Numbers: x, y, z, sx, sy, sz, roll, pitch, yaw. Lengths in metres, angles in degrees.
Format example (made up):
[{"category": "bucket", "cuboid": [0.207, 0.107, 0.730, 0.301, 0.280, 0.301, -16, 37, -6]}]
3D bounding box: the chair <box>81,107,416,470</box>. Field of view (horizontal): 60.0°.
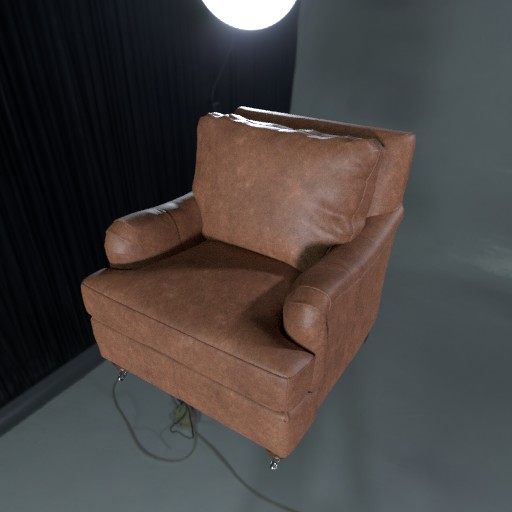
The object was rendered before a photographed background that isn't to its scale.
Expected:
[{"category": "chair", "cuboid": [0.000, 0.000, 1.906, 0.986, 1.055, 1.158, 18, 36, 27]}]
